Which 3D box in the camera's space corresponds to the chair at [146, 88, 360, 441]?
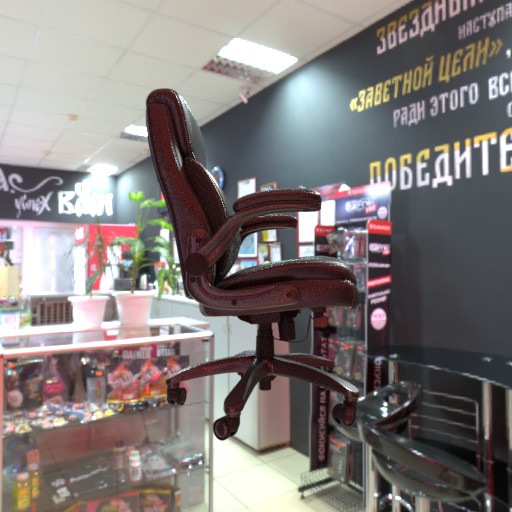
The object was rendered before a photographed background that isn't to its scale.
[{"bbox_3d":[0.000,0.000,1.674,0.724,1.110,0.782,0,-1,-1],"label":"chair"}]
